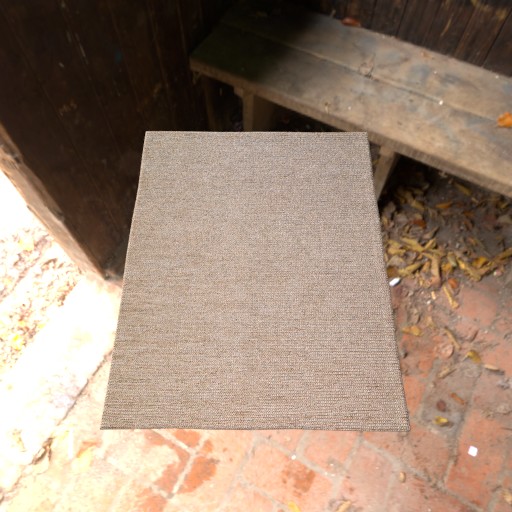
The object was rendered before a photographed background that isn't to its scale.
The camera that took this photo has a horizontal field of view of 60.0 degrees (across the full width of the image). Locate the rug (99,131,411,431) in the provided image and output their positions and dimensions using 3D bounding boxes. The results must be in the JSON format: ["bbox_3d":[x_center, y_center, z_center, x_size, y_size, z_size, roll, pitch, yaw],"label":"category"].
[{"bbox_3d":[0.000,0.000,4.119,2.406,0.012,3.034,0,63,0],"label":"rug"}]
